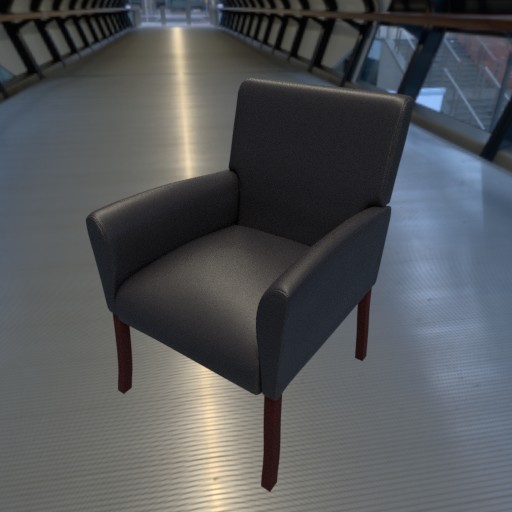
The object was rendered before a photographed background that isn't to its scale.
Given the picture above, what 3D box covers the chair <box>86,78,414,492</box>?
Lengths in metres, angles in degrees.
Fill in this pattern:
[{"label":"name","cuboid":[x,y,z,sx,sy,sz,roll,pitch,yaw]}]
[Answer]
[{"label":"chair","cuboid":[0.000,0.000,1.438,0.683,0.951,0.772,20,36,30]}]
